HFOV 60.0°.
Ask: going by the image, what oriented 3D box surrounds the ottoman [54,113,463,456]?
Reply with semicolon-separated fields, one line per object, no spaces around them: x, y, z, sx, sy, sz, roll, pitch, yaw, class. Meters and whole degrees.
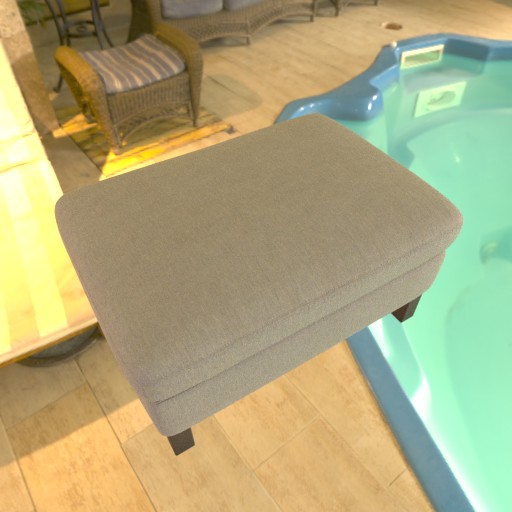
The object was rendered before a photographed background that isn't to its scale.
0.000;0.000;1.018;0.735;0.404;0.528;-24;51;-21;ottoman
